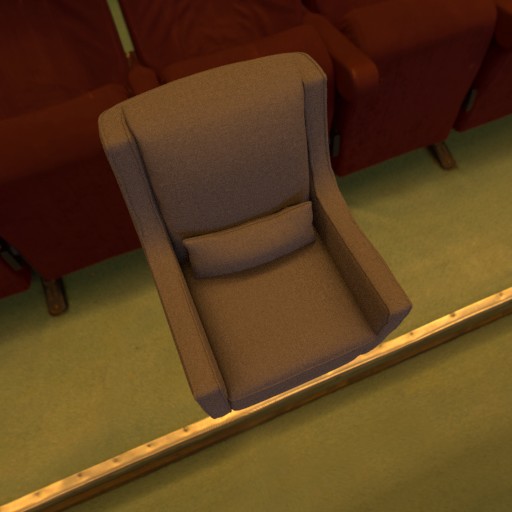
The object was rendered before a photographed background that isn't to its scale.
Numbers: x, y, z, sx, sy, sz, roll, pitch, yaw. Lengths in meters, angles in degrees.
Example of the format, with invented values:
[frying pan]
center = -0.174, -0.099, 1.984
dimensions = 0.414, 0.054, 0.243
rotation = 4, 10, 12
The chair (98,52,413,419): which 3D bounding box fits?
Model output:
[chair]
center = 0.000, 0.000, 1.595
dimensions = 0.732, 0.993, 0.879
rotation = -21, 67, -9
